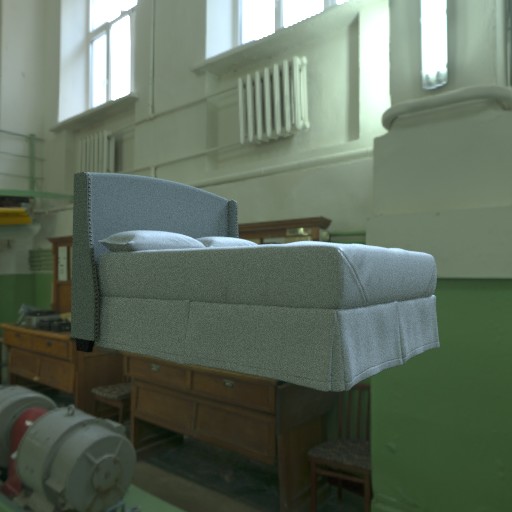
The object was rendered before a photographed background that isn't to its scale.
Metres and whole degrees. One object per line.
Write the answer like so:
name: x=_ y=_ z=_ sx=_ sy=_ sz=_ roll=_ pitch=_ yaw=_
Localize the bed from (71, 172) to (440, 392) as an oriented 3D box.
bed: x=0.000 y=0.000 z=3.342 sx=2.237 sy=1.407 sz=1.710 roll=-1 pitch=-2 yaw=38
